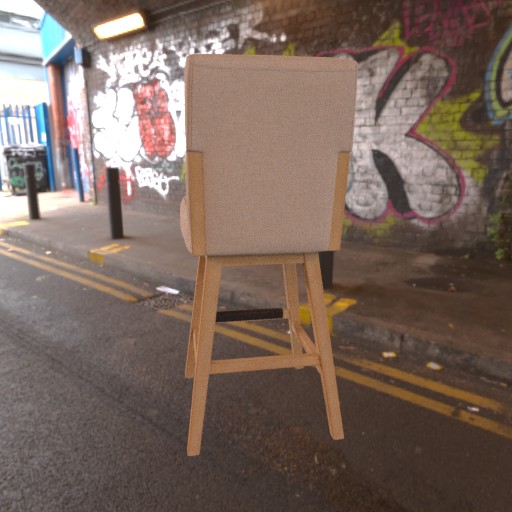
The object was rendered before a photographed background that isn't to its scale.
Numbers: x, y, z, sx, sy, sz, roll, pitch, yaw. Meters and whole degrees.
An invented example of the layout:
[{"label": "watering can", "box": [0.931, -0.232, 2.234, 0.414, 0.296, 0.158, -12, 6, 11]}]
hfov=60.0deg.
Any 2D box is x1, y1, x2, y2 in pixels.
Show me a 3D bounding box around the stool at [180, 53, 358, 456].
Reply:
[{"label": "stool", "box": [0.000, 0.000, 1.317, 0.446, 1.015, 0.543, -2, 14, -9]}]
